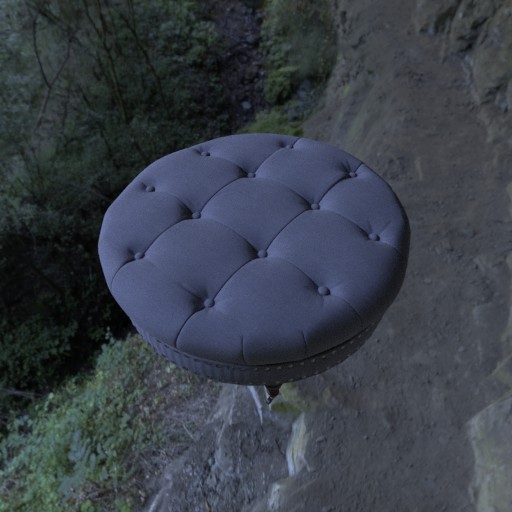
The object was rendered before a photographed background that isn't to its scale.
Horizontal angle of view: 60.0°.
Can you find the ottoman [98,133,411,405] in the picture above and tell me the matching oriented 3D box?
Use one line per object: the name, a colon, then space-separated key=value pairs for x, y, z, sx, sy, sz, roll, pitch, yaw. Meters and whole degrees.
ottoman: x=0.000 y=0.000 z=1.405 sx=0.901 sy=0.439 sz=0.901 roll=0 pitch=46 yaw=0
